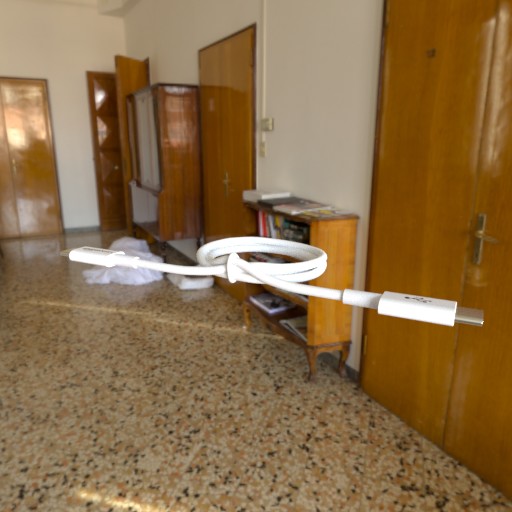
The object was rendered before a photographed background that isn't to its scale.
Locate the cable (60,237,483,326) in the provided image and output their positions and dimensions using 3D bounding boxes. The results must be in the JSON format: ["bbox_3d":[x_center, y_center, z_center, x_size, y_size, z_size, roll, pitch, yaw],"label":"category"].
[{"bbox_3d":[0.000,0.000,0.220,0.203,0.014,0.070,7,17,26],"label":"cable"}]
